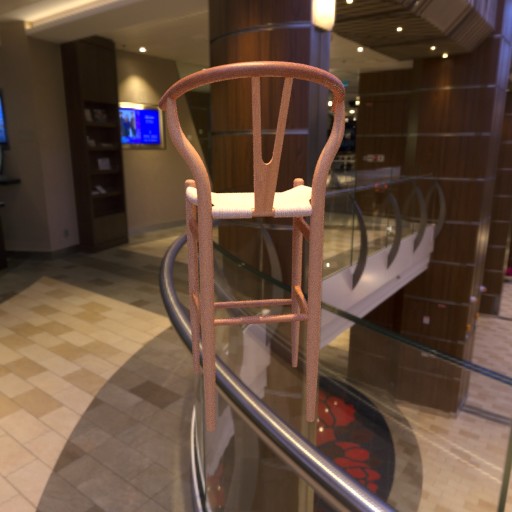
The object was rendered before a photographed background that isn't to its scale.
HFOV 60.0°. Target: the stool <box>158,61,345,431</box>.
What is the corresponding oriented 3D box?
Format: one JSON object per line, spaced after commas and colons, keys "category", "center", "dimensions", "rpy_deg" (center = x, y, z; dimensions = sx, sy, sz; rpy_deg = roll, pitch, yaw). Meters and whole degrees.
{"category": "stool", "center": [0.000, 0.000, 1.421], "dimensions": [0.574, 1.068, 0.561], "rpy_deg": [-2, 14, -9]}
